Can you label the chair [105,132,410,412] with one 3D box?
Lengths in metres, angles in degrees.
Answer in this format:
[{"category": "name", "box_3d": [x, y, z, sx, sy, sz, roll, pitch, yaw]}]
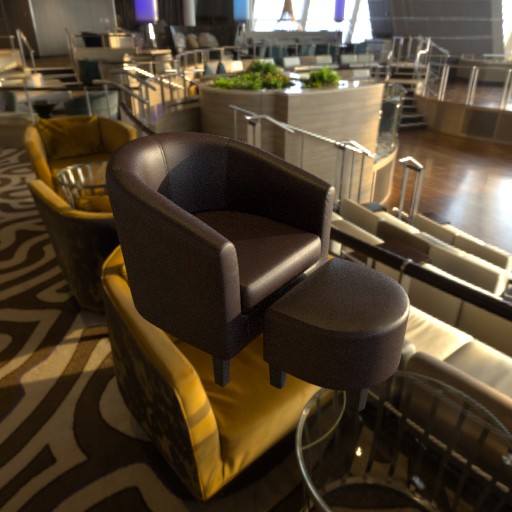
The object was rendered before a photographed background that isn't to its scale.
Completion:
[{"category": "chair", "box_3d": [0.000, 0.000, 1.685, 1.176, 0.755, 0.737, 19, 33, 32]}]
